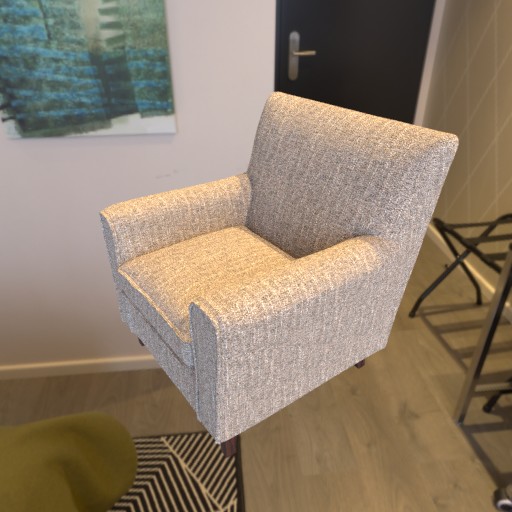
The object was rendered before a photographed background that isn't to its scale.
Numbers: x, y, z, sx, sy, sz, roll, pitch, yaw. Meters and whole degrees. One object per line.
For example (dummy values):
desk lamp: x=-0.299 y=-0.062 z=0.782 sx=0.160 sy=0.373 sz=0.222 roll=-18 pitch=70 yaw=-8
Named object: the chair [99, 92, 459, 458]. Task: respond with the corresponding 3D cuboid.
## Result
chair: x=0.000 y=0.000 z=1.611 sx=0.873 sy=0.928 sz=0.864 roll=-21 pitch=36 yaw=-31
